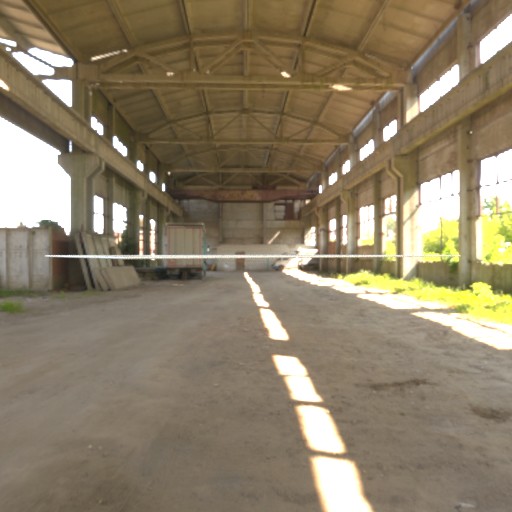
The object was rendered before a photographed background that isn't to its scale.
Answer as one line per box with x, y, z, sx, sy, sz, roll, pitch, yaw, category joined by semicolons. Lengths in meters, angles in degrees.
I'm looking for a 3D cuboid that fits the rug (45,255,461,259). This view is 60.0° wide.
0.000;0.000;2.331;1.827;0.008;1.225;0;0;-36;rug
